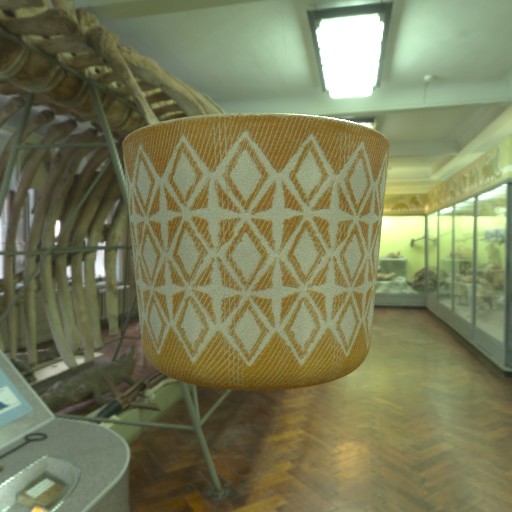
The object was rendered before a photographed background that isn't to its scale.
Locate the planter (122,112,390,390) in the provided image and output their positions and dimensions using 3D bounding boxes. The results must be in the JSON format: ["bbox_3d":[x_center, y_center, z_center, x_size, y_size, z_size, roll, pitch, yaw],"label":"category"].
[{"bbox_3d":[0.000,0.000,0.220,0.126,0.104,0.126,0,1,0],"label":"planter"}]
